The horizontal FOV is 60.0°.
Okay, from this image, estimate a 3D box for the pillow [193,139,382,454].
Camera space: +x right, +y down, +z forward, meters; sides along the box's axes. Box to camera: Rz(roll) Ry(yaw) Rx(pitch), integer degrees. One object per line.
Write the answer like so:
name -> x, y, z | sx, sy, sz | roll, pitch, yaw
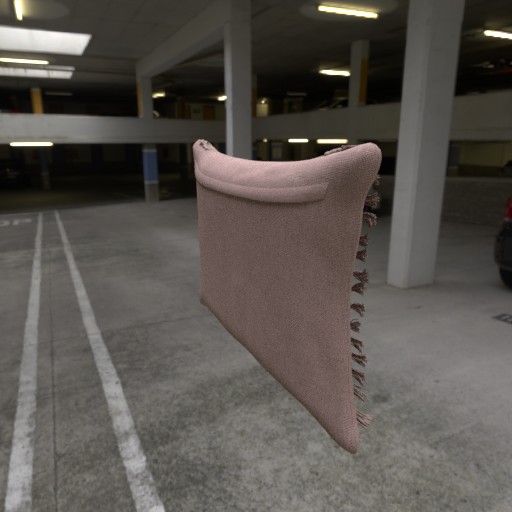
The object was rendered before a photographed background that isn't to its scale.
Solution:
pillow -> 0.000, 0.000, 0.600 | 0.084, 0.305, 0.466 | -7, 16, -25
